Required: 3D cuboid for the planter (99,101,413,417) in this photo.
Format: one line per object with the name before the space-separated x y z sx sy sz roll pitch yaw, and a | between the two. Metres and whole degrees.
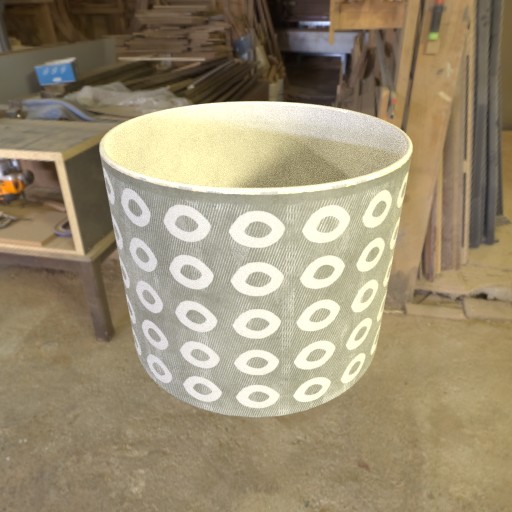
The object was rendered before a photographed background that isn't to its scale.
planter | 0.000 0.000 0.429 0.250 0.239 0.250 0 31 0
